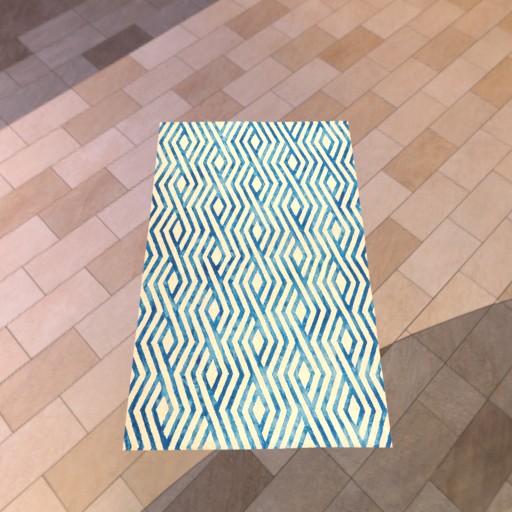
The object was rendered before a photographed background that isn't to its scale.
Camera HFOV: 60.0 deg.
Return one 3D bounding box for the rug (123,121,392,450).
[{"bbox_3d":[0.000,0.000,3.049,1.531,0.008,2.439,-1,63,0],"label":"rug"}]
